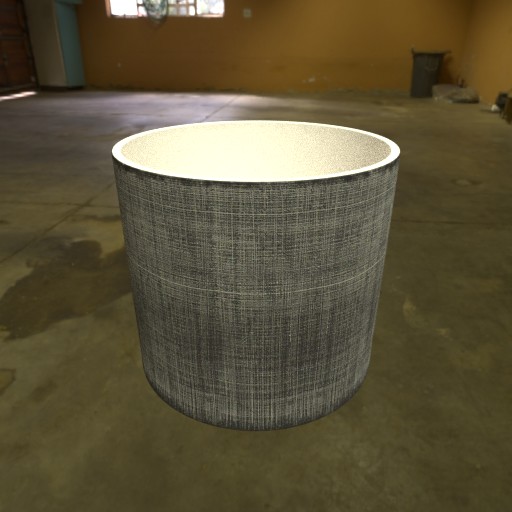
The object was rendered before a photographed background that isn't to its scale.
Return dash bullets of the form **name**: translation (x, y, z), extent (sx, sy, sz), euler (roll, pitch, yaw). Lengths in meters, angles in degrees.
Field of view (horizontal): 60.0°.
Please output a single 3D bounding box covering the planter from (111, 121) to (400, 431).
- **planter**: translation (0.000, 0.000, 0.396), extent (0.221, 0.201, 0.221), euler (0, 26, 0)
